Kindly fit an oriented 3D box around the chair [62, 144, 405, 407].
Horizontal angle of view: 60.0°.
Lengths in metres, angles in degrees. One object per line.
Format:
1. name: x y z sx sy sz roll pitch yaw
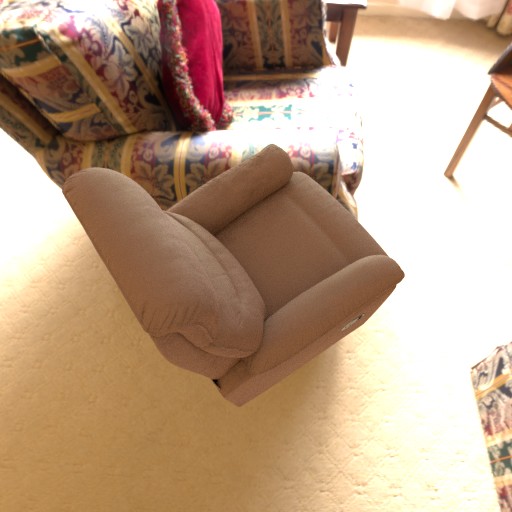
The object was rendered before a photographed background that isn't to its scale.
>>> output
1. chair: 0.000 0.000 1.708 1.004 1.037 0.820 -30 63 -18
